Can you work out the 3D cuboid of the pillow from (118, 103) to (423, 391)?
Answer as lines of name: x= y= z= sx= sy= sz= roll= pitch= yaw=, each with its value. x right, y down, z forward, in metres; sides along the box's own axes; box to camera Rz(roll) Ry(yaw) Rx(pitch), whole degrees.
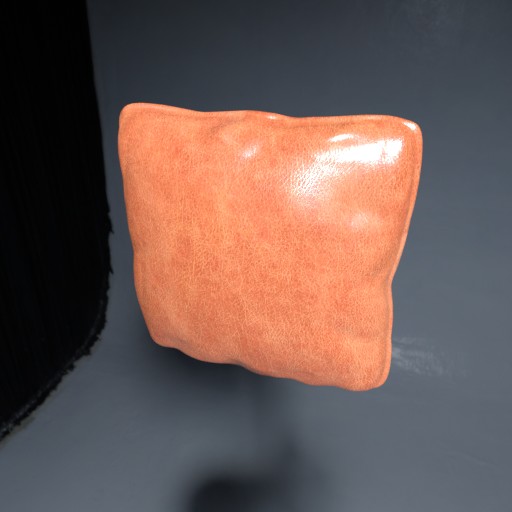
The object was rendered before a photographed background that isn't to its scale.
pillow: x=0.000 y=0.000 z=0.824 sx=0.532 sy=0.523 sz=0.236 roll=9 pitch=28 yaw=17
